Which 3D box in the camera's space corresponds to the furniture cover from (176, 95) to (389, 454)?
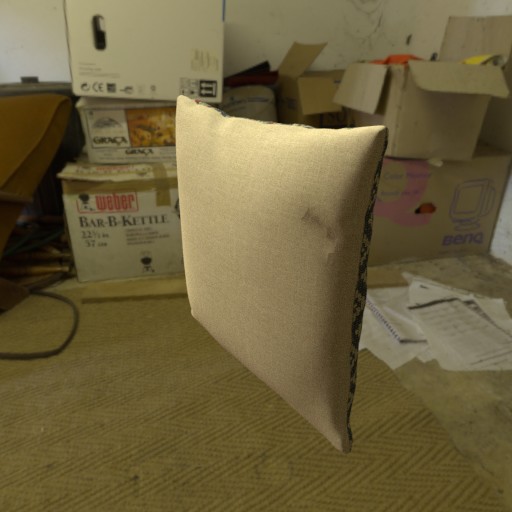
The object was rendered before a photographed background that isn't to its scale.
[{"bbox_3d":[0.000,0.000,0.668,0.139,0.431,0.431,-17,30,-32],"label":"furniture cover"}]
